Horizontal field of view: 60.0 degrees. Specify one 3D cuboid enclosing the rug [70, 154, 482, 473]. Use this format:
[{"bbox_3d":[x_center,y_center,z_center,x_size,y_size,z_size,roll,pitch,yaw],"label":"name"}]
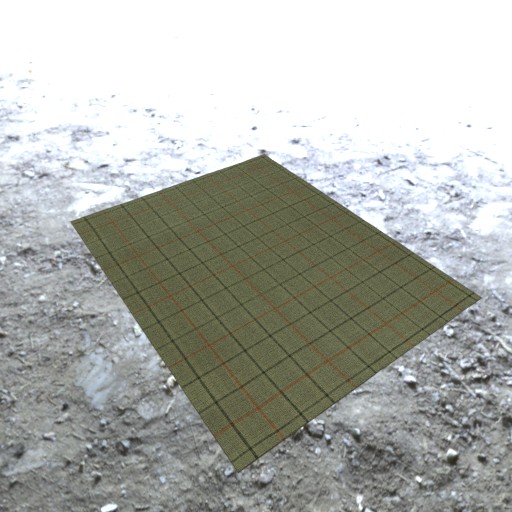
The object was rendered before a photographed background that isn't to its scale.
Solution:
[{"bbox_3d":[0.000,0.000,4.078,2.444,0.012,3.048,-25,47,-26],"label":"rug"}]
